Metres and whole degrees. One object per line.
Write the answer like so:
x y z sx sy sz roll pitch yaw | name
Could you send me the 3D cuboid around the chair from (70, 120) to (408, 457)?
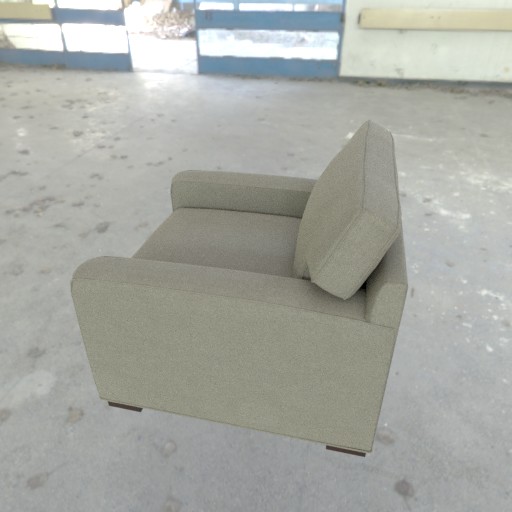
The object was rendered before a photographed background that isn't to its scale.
0.000 0.000 1.795 1.044 0.934 0.999 7 32 11 | chair
